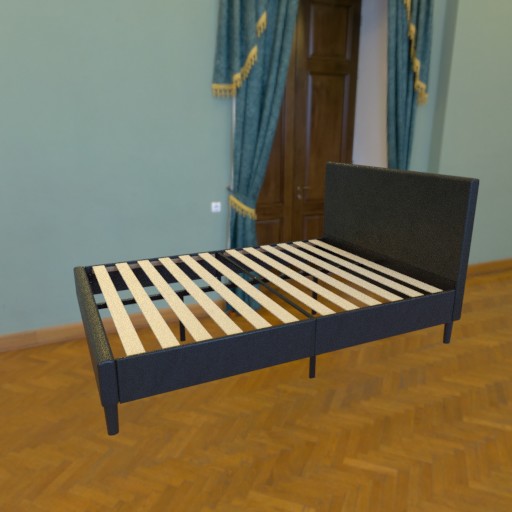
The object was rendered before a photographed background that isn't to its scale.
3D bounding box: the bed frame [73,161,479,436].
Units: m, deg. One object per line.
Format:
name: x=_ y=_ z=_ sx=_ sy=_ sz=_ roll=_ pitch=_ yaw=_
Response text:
bed frame: x=0.000 y=0.000 z=2.881 sx=2.152 sy=1.046 sz=1.469 roll=-7 pitch=18 yaw=-24
